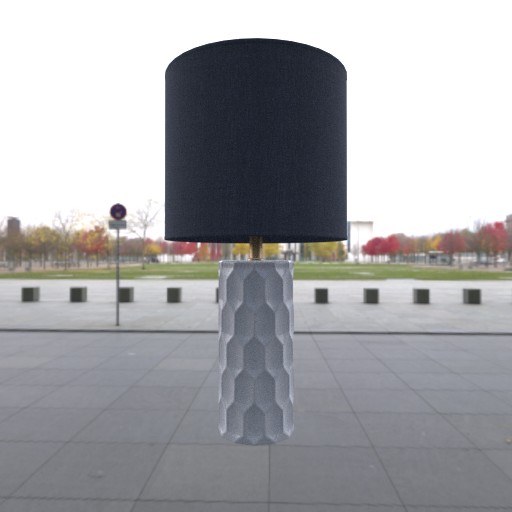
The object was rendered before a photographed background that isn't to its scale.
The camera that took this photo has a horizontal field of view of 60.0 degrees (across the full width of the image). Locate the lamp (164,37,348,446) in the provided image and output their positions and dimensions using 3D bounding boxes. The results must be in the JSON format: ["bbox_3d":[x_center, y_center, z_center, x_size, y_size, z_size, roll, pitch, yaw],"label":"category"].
[{"bbox_3d":[0.000,0.000,0.682,0.277,0.537,0.277,0,0,17],"label":"lamp"}]
